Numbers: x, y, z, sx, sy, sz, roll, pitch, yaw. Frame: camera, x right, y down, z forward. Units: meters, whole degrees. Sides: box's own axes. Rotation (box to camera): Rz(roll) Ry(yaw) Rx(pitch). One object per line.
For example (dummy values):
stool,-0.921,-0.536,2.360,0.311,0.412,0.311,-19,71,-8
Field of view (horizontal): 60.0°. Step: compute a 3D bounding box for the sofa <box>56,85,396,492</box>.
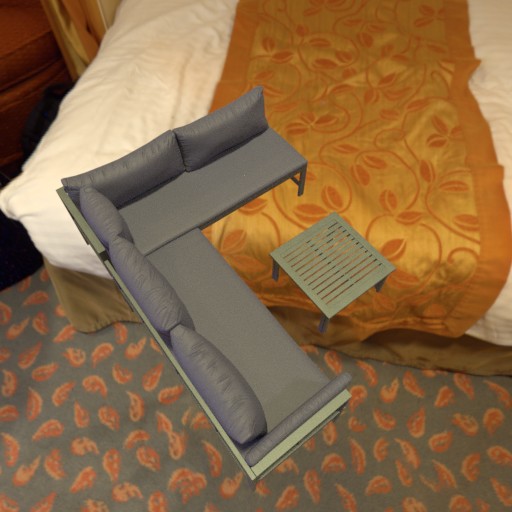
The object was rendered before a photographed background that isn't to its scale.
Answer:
sofa,0.000,0.000,2.916,1.658,0.762,2.149,-33,63,-19
